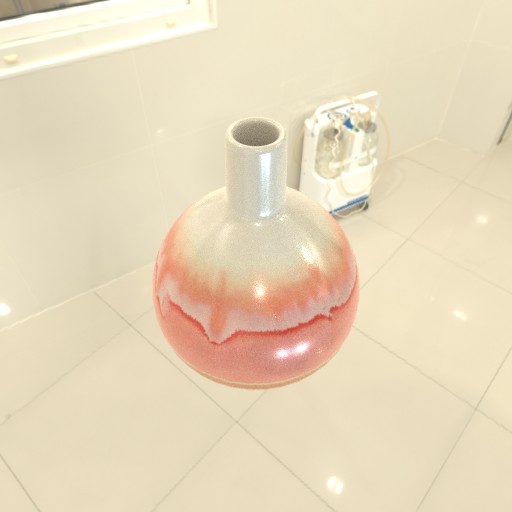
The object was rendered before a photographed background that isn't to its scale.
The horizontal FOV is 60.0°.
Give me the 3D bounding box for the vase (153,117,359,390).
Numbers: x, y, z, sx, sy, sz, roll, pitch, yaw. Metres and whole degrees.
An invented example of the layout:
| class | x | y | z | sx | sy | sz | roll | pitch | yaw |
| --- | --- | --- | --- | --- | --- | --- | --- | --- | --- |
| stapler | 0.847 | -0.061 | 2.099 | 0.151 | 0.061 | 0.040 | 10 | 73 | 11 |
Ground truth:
| class | x | y | z | sx | sy | sz | roll | pitch | yaw |
| --- | --- | --- | --- | --- | --- | --- | --- | --- | --- |
| vase | 0.000 | 0.000 | 0.277 | 0.137 | 0.176 | 0.137 | 0 | 47 | 0 |
